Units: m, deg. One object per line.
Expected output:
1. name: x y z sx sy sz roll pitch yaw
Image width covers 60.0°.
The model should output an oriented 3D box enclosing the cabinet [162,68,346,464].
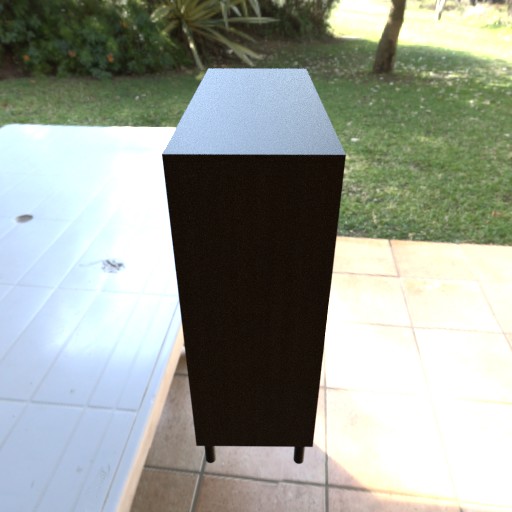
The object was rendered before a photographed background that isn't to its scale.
1. cabinet: 0.000 0.000 1.701 0.400 1.170 1.010 0 33 0
